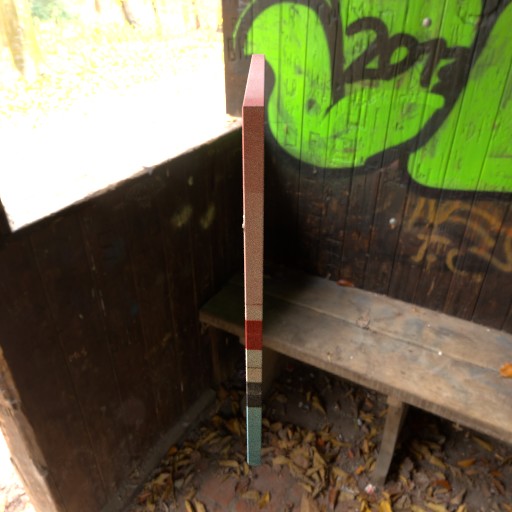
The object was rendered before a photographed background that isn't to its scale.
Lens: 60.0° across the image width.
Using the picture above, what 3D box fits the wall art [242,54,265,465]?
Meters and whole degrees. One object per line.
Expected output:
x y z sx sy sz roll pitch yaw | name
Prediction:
0.000 0.000 1.184 0.038 0.914 0.610 1 31 1 | wall art
